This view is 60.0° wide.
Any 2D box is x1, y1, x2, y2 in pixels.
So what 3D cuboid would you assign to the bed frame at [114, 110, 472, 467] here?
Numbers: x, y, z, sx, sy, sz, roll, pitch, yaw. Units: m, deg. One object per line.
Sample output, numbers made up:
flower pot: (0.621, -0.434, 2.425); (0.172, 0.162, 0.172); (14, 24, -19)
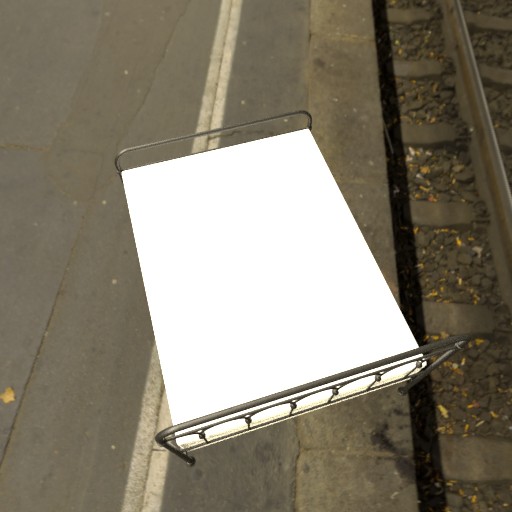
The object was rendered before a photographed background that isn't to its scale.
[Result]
bed frame: (0.000, 0.000, 3.096); (1.664, 1.276, 2.203); (-15, 62, -8)
